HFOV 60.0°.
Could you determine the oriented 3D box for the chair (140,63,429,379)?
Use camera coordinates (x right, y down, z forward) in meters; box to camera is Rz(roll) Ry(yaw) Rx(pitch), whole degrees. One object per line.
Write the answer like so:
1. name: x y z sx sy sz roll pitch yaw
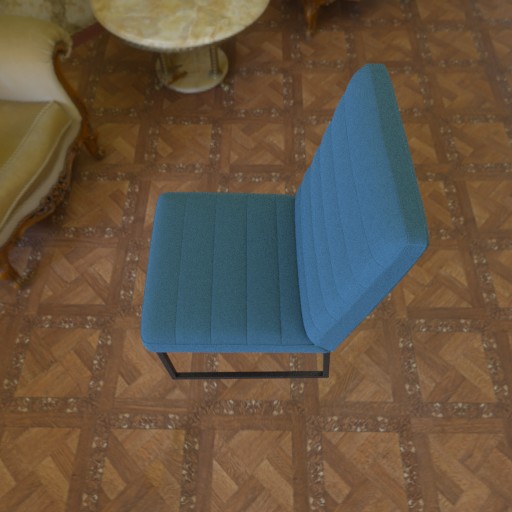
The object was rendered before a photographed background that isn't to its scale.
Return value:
1. chair: 0.000 0.000 1.291 0.634 0.930 0.520 -1 59 0
